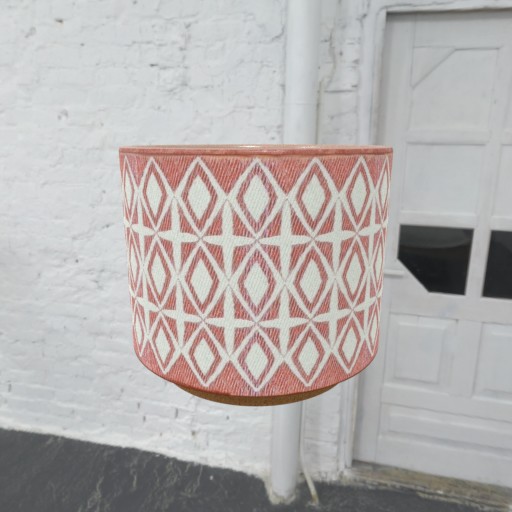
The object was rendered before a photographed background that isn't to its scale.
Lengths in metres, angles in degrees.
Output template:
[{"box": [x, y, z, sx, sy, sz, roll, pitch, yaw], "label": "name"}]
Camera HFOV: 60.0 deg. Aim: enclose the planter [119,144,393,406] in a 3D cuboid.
[{"box": [0.000, 0.000, 0.490, 0.273, 0.237, 0.273, 0, 15, 0], "label": "planter"}]
